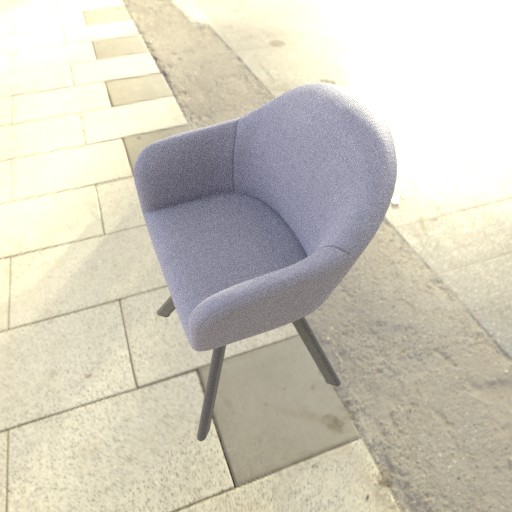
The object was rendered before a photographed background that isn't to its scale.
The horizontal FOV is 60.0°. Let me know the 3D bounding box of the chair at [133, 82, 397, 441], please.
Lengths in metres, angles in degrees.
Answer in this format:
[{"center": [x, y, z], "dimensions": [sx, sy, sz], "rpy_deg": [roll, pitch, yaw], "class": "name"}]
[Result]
[{"center": [0.000, 0.000, 1.177], "dimensions": [0.550, 0.795, 0.590], "rpy_deg": [-16, 48, -16], "class": "chair"}]
